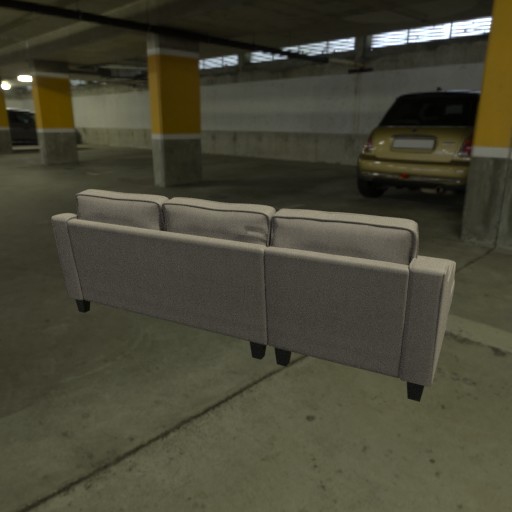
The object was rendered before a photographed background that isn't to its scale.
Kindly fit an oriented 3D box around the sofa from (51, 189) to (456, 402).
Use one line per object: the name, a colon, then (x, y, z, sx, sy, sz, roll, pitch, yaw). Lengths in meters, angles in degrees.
sofa: (0.000, 0.000, 3.143, 2.561, 0.928, 1.294, 9, 19, 26)
